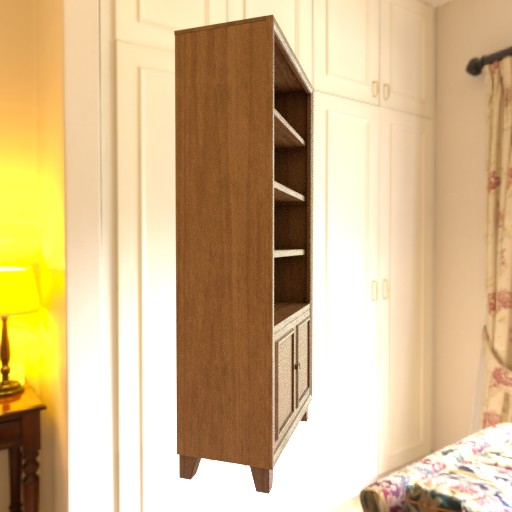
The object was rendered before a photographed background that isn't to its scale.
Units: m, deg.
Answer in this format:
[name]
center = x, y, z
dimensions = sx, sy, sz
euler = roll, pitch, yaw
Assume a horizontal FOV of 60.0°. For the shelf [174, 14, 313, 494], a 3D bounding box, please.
[shelf]
center = 0.000, 0.000, 2.249
dimensions = 0.453, 1.930, 0.864
euler = 0, 1, 18
